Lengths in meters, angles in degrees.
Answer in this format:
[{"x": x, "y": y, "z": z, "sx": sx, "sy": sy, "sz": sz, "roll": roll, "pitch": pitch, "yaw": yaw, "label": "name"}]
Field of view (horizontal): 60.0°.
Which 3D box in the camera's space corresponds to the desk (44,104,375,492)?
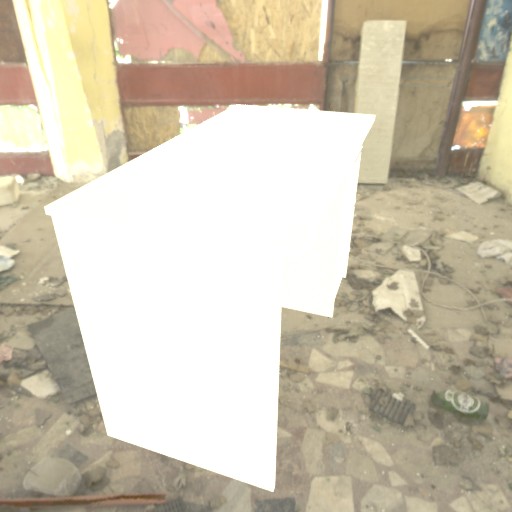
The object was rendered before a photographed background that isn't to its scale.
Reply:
[{"x": 0.000, "y": 0.000, "z": 1.487, "sx": 0.560, "sy": 0.735, "sz": 1.097, "roll": 10, "pitch": 32, "yaw": 17, "label": "desk"}]
